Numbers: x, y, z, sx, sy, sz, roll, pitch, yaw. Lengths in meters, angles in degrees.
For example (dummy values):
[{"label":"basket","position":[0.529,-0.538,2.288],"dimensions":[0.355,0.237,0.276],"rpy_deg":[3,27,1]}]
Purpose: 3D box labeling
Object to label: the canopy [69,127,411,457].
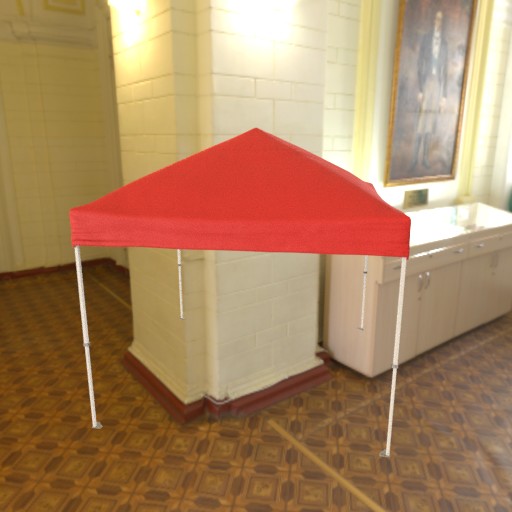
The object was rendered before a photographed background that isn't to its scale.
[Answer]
[{"label":"canopy","position":[0.000,0.000,5.382],"dimensions":[2.998,2.997,2.996],"rpy_deg":[2,15,8]}]
